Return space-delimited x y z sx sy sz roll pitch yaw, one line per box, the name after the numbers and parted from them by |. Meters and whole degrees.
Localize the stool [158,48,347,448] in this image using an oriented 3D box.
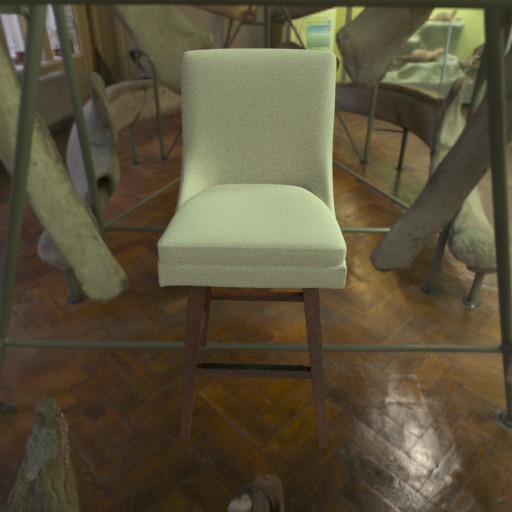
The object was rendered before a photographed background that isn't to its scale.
0.000 0.000 1.347 0.470 1.097 0.559 1 31 2 | stool
